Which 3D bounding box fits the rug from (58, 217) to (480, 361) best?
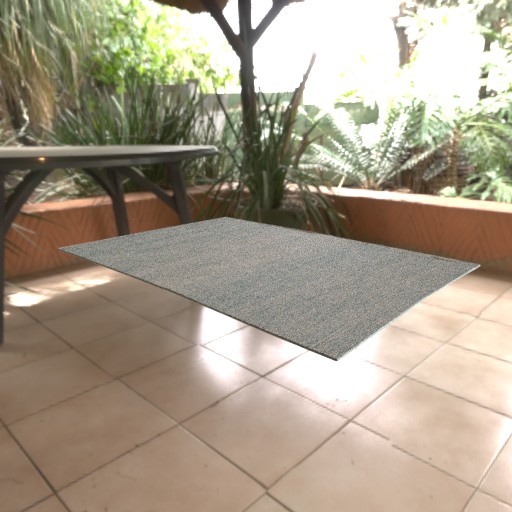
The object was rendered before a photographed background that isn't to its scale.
[{"bbox_3d":[0.000,0.000,2.910,2.306,0.030,1.613,14,21,41],"label":"rug"}]
